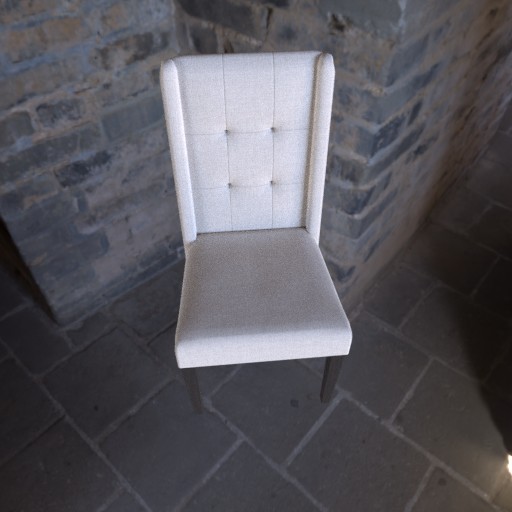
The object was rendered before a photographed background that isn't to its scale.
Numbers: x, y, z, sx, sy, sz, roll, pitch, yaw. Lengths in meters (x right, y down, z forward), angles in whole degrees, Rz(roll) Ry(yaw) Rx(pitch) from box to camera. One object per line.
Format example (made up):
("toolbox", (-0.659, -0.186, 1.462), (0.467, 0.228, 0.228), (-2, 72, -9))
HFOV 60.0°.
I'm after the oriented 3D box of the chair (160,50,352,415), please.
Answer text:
("chair", (0.000, 0.000, 1.289), (0.474, 0.961, 0.523), (-4, 47, -4))
